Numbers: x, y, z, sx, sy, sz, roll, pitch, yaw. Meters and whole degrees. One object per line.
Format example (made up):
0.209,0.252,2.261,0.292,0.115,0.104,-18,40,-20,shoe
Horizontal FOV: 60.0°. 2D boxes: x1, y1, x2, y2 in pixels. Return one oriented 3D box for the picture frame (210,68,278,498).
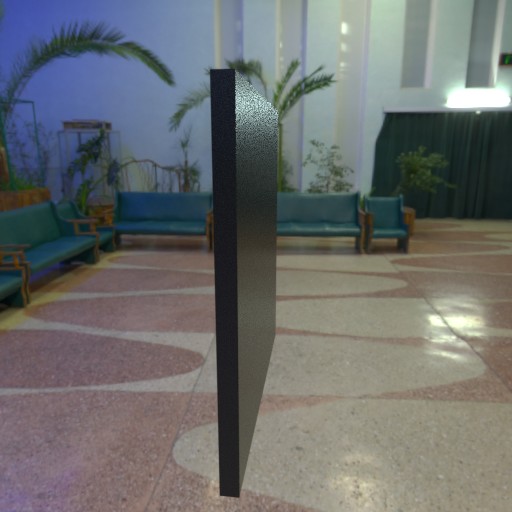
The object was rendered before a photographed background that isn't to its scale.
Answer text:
0.000,0.000,0.822,0.029,0.557,0.559,2,14,7,picture frame
